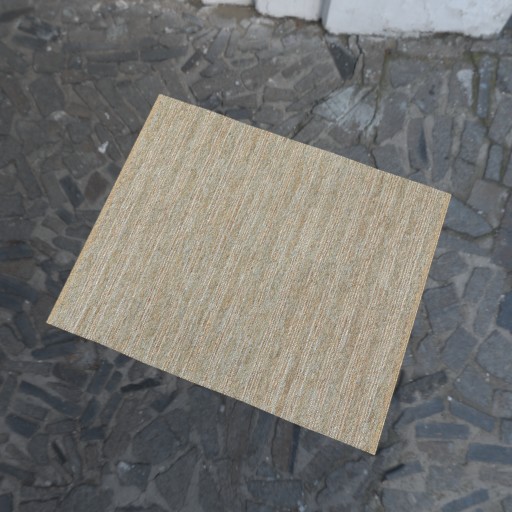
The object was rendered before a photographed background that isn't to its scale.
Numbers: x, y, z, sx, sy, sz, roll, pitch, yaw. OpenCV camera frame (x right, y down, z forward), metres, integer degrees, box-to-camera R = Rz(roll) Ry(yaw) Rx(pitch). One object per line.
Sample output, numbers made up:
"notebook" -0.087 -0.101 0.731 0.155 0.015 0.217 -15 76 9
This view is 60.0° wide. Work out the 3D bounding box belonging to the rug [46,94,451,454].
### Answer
"rug" 0.000 0.000 4.064 3.034 0.012 2.471 20 77 5
